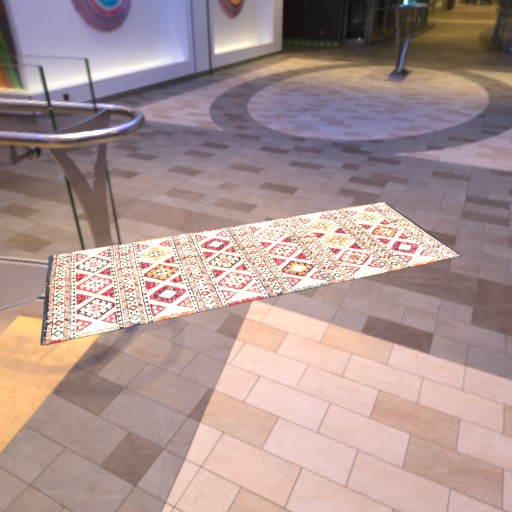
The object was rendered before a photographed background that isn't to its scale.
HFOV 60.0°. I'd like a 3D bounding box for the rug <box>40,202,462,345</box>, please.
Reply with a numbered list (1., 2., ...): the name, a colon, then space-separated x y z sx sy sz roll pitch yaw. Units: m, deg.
1. rug: 0.000 0.000 2.672 2.362 0.008 0.832 -10 33 -17
